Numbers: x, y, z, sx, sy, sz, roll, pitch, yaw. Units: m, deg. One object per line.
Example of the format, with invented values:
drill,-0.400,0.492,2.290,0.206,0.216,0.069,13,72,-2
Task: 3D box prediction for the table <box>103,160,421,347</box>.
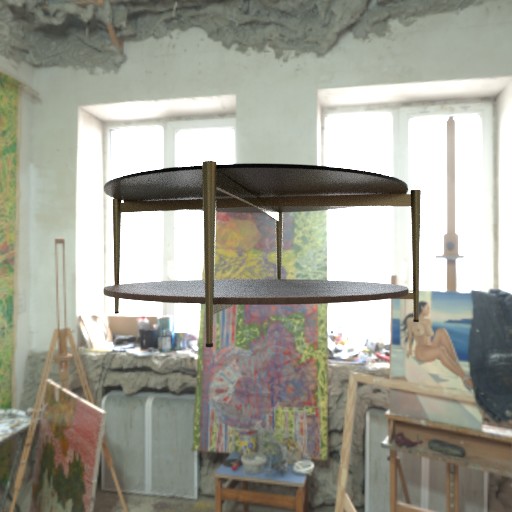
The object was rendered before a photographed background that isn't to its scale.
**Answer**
table,0.000,0.000,1.442,0.938,0.400,0.938,0,-1,-18
